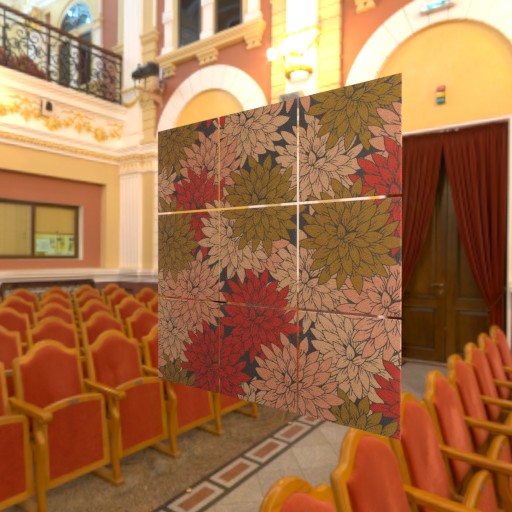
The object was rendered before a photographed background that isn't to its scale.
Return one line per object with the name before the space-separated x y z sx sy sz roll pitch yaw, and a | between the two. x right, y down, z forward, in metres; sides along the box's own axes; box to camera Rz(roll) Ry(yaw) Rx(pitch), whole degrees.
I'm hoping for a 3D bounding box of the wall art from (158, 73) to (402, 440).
wall art | 0.000 0.000 2.312 1.519 1.534 0.013 0 1 37
